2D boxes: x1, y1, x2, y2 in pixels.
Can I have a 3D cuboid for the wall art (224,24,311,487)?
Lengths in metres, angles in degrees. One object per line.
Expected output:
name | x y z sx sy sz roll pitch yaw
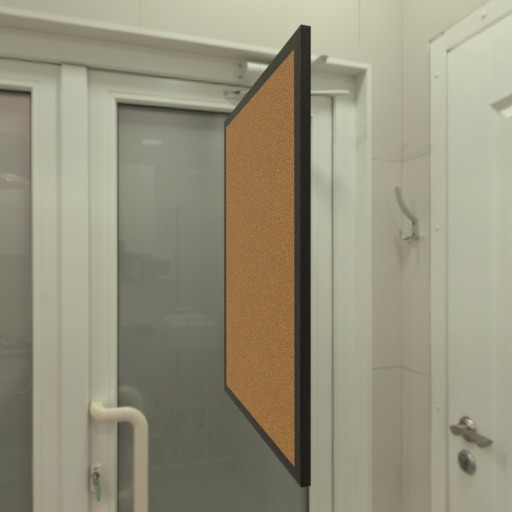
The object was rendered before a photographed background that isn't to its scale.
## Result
wall art | 0.000 0.000 0.860 0.016 0.657 0.480 0 0 -17
